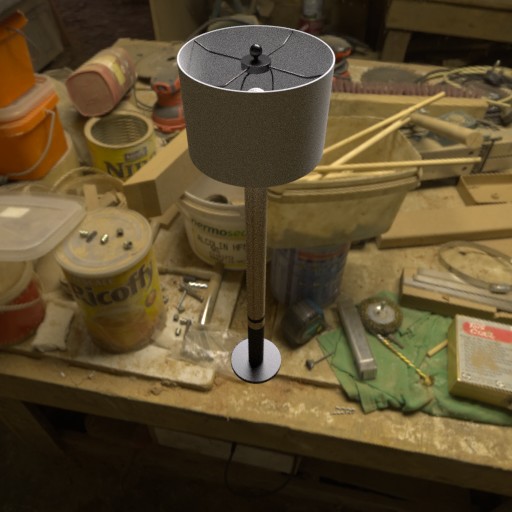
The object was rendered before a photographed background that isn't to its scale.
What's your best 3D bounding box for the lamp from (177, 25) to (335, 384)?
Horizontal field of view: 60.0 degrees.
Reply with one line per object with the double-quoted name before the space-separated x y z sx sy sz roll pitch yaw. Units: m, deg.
"lamp" 0.000 0.000 1.597 0.381 1.478 0.381 9 48 8
